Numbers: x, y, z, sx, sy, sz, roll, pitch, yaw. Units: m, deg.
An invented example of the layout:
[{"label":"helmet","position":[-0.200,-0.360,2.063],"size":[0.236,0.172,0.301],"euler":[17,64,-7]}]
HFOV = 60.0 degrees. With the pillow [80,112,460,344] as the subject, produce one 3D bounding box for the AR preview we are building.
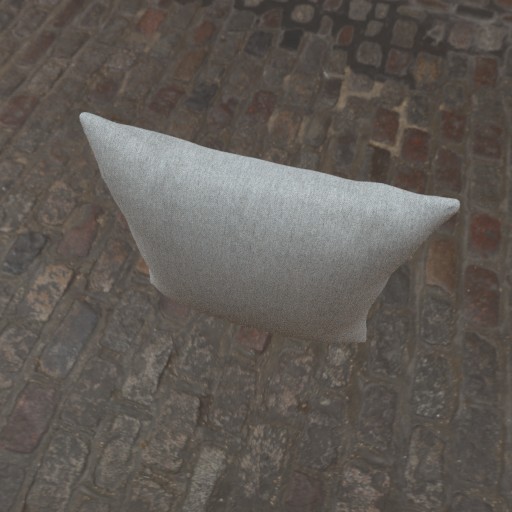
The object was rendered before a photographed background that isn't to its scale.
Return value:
[{"label":"pillow","position":[0.000,0.000,0.671],"size":[0.433,0.436,0.173],"euler":[15,64,8]}]
